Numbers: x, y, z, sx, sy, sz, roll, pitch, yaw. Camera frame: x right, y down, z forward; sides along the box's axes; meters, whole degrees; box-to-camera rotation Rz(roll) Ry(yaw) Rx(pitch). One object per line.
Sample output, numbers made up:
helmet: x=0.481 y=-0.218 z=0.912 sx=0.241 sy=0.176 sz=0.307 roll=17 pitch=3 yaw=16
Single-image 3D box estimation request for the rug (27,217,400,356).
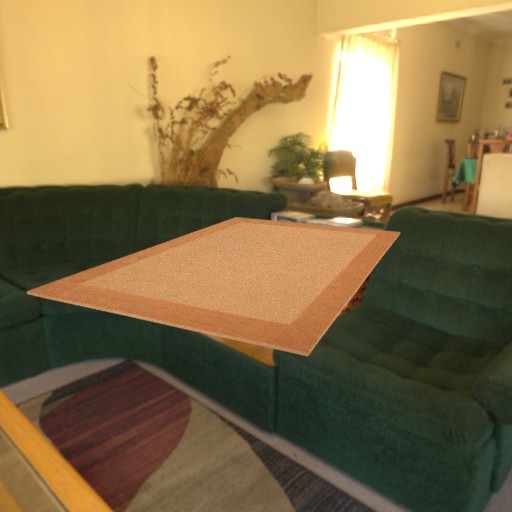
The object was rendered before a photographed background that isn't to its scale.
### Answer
rug: x=0.000 y=0.000 z=2.360 sx=1.219 sy=0.014 sz=1.829 roll=7 pitch=17 yaw=25
